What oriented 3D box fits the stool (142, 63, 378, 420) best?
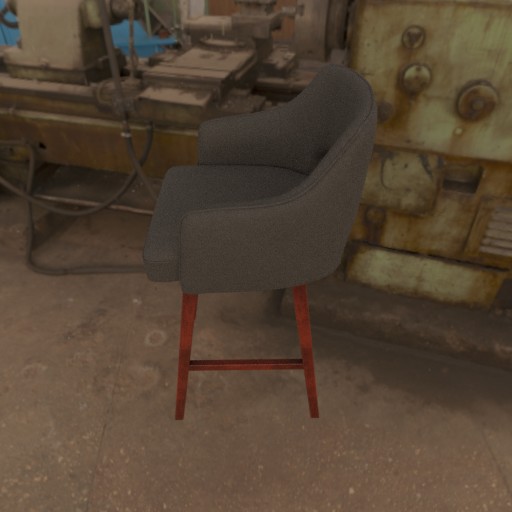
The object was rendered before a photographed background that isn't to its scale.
[{"bbox_3d":[0.000,0.000,1.336,0.558,1.012,0.548,-1,39,-1],"label":"stool"}]
